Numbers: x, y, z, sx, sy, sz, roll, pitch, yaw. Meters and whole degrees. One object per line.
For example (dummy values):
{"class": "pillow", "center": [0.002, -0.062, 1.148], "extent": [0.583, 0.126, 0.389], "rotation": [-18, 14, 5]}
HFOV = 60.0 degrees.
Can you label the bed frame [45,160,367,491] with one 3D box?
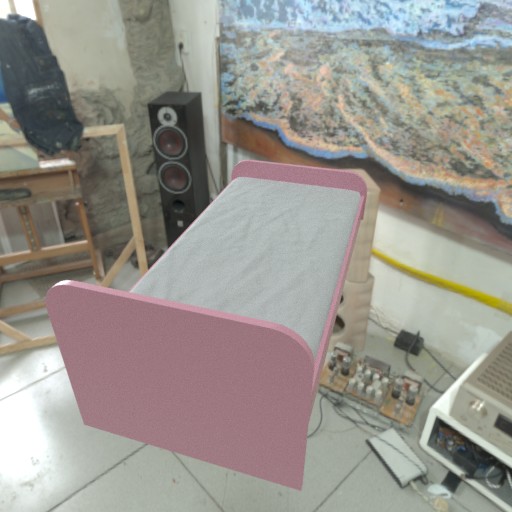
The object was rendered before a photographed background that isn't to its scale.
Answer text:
{"class": "bed frame", "center": [0.000, 0.000, 2.440], "extent": [0.998, 0.805, 1.963], "rotation": [10, 34, 15]}
